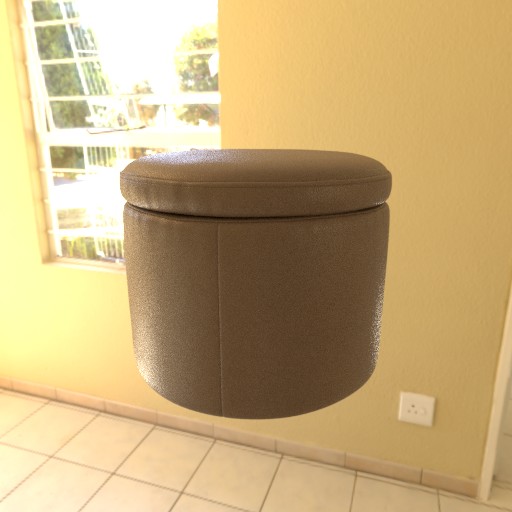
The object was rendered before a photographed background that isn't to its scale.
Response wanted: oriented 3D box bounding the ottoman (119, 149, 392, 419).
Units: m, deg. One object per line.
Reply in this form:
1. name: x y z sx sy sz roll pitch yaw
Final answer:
1. ottoman: 0.000 0.000 0.882 0.500 0.409 0.500 0 16 0
